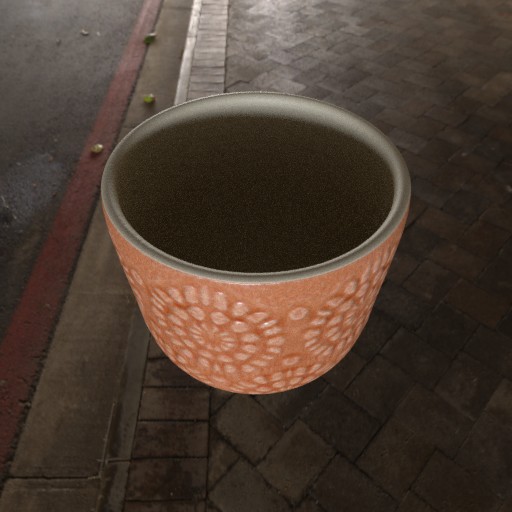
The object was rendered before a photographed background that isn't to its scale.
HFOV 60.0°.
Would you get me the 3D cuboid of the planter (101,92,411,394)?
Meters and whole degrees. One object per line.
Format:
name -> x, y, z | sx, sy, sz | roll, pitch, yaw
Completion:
planter -> 0.000, 0.000, 0.219 | 0.124, 0.109, 0.124 | 0, 48, 0
